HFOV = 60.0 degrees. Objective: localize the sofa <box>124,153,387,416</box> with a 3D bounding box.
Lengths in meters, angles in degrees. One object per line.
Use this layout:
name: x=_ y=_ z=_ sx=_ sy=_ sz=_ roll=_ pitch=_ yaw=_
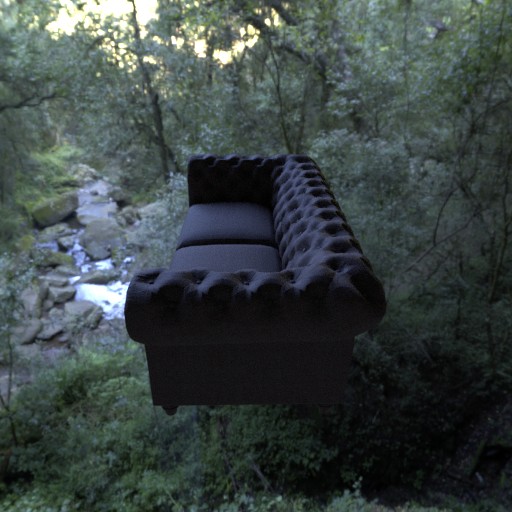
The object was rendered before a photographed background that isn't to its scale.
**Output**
sofa: x=0.000 y=0.000 z=2.533 sx=0.944 sy=0.780 sz=2.048 roll=0 pitch=27 yaw=-1
